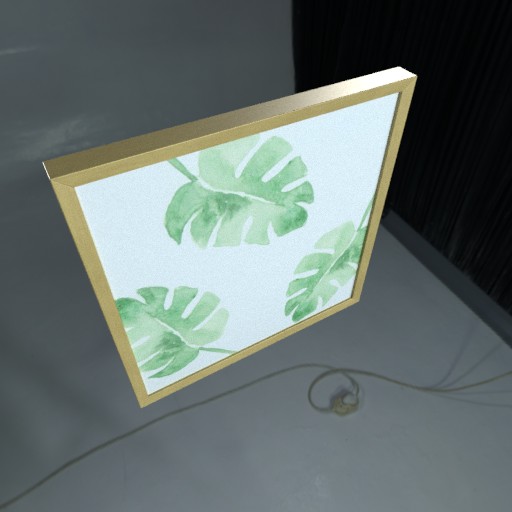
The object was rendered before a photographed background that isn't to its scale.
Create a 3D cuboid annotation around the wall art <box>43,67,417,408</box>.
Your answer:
[{"bbox_3d":[0.000,0.000,0.734,0.508,0.508,0.038,-22,49,-20],"label":"wall art"}]
